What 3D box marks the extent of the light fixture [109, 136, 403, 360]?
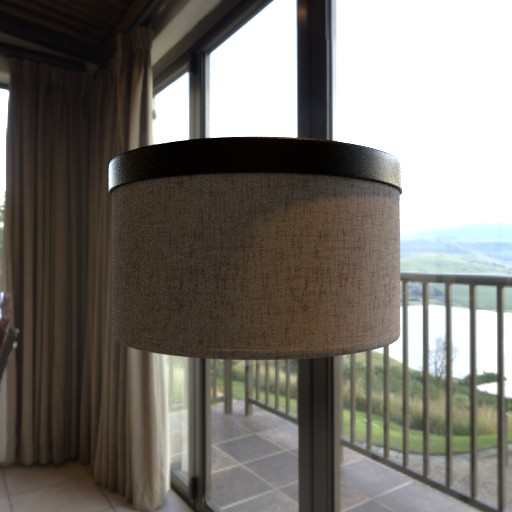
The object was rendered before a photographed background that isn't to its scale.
[{"bbox_3d":[0.000,0.000,0.617,0.389,0.229,0.389,0,0,0],"label":"light fixture"}]
